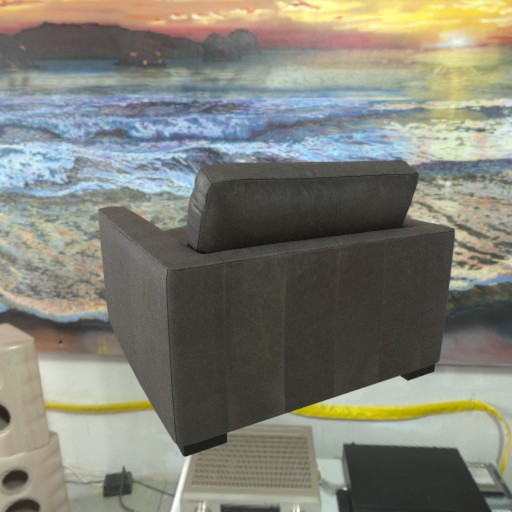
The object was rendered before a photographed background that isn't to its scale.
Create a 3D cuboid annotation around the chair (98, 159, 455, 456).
[{"bbox_3d":[0.000,0.000,1.820,1.106,0.807,1.080,-8,17,-27],"label":"chair"}]
